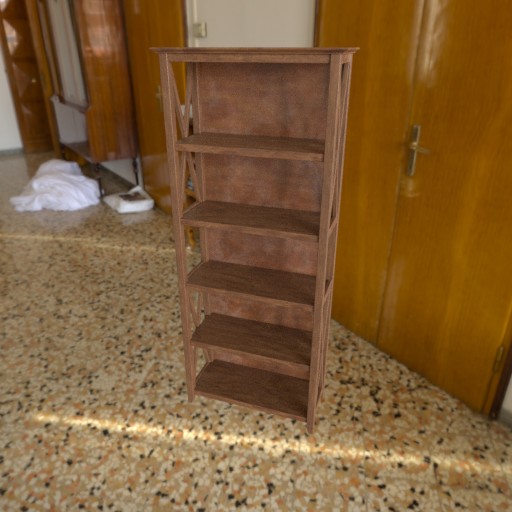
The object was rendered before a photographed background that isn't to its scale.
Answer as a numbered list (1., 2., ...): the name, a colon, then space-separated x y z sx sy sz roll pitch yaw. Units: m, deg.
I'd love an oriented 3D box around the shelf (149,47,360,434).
1. shelf: 0.000 0.000 2.238 0.805 1.905 0.335 8 27 17
